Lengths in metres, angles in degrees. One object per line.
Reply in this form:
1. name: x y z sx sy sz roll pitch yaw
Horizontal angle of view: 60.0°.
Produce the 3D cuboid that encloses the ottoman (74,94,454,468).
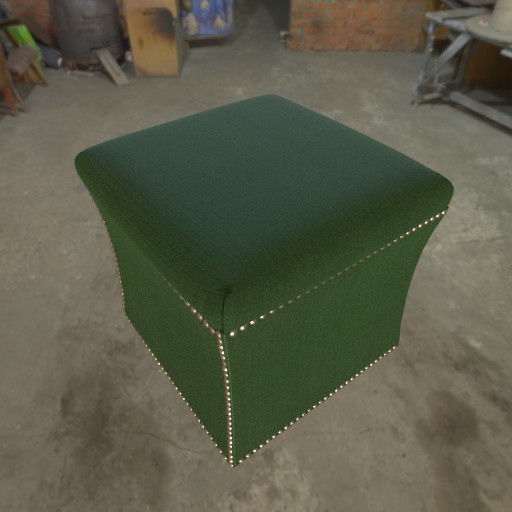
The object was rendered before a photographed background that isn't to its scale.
1. ottoman: 0.000 0.000 0.905 0.497 0.475 0.507 -26 47 -27
